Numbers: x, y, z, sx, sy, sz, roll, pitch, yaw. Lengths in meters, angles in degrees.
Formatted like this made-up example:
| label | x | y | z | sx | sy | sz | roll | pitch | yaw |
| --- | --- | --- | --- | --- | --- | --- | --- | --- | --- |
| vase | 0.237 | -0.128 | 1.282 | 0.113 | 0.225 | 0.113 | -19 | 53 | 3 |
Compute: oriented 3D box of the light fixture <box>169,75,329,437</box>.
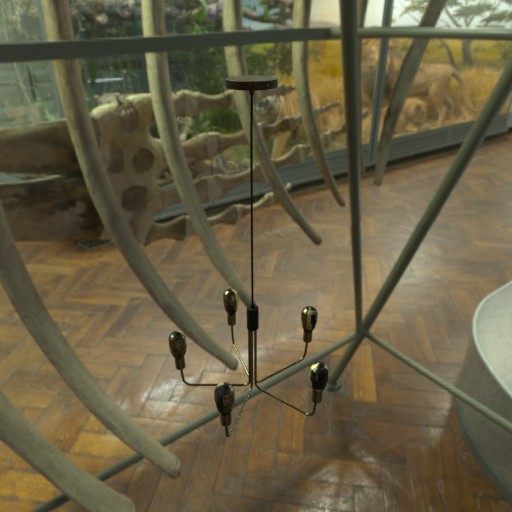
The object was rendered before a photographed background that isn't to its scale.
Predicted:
| label | x | y | z | sx | sy | sz | roll | pitch | yaw |
| --- | --- | --- | --- | --- | --- | --- | --- | --- | --- |
| light fixture | 0.000 | 0.000 | 1.407 | 0.532 | 1.059 | 0.588 | -19 | 33 | -31 |
